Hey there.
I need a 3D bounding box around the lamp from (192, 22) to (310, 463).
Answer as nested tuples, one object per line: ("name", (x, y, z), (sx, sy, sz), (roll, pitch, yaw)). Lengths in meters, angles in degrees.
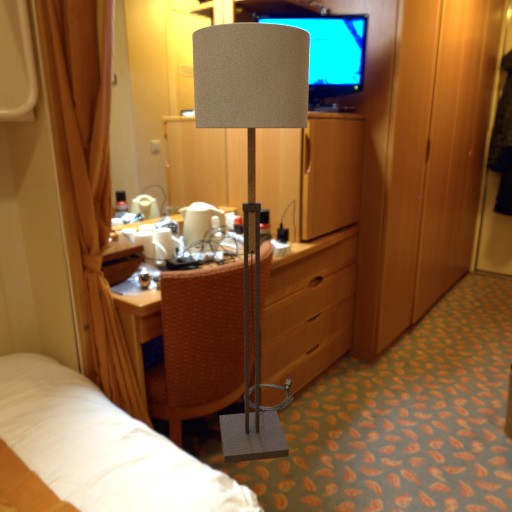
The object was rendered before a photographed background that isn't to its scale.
("lamp", (0.000, 0.000, 1.874), (0.474, 1.650, 0.639), (-2, 16, -8))
